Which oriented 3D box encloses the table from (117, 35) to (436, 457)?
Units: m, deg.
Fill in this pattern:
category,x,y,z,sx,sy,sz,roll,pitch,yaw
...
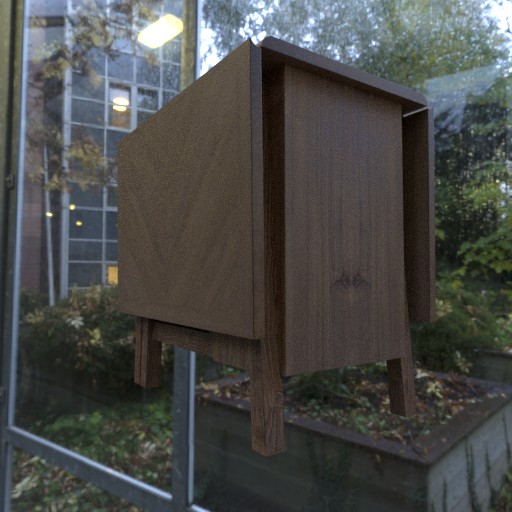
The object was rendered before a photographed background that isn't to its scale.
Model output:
category,x,y,z,sx,sy,sz,roll,pitch,yaw
table,0.000,0.000,1.579,0.701,0.981,0.967,2,-3,-35
